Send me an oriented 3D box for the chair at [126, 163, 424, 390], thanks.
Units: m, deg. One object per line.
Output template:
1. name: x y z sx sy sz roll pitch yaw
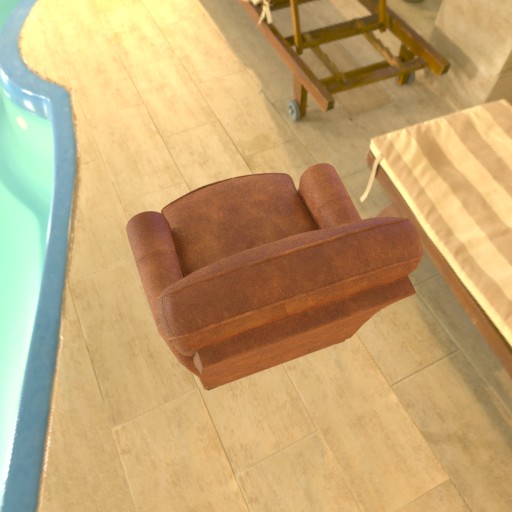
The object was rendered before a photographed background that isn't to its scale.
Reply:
1. chair: 0.000 0.000 1.814 0.936 1.018 0.986 -17 59 -11
